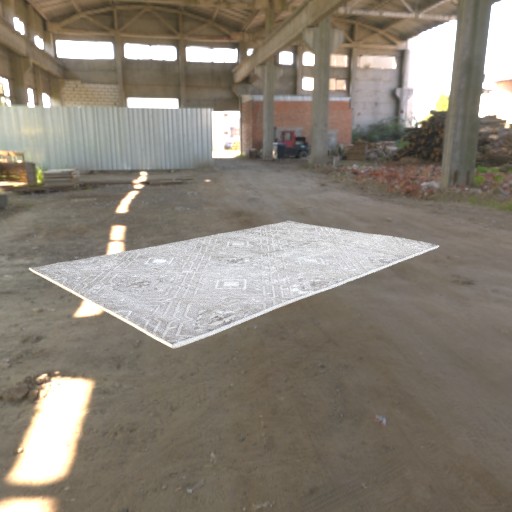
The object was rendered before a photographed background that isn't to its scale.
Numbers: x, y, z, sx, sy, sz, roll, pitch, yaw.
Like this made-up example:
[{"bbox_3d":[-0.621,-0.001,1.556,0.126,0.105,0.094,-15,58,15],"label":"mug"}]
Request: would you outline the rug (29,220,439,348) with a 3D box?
[{"bbox_3d":[0.000,0.000,3.056,1.537,0.036,2.447,14,20,43],"label":"rug"}]
